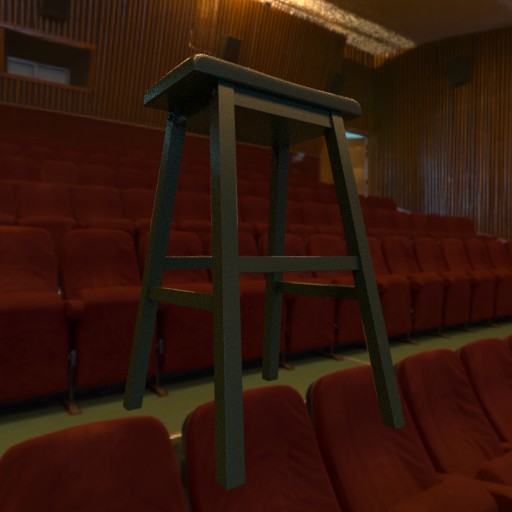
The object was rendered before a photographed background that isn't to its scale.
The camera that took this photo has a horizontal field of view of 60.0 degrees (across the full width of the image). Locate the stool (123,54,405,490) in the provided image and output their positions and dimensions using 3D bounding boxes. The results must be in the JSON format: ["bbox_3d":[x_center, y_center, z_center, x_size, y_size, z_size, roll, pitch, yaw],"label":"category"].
[{"bbox_3d":[0.000,0.000,1.022,0.457,0.737,0.476,0,0,-36],"label":"stool"}]
